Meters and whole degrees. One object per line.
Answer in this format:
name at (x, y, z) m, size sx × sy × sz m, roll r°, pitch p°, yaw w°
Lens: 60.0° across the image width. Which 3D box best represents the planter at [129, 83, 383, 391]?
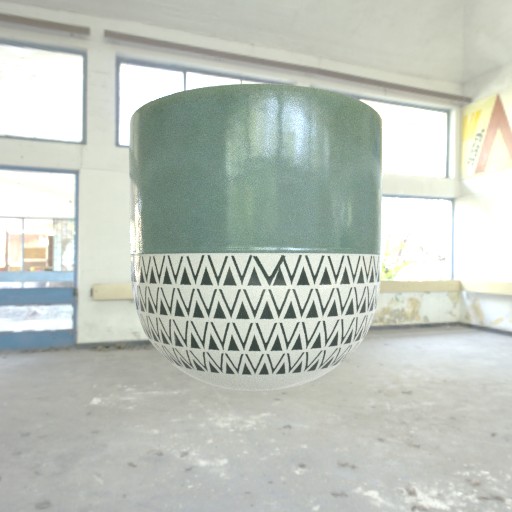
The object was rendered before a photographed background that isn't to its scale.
planter at (0.000, 0.000, 0.481) m, size 0.266 × 0.270 × 0.266 m, roll 0°, pitch -1°, yaw 0°
